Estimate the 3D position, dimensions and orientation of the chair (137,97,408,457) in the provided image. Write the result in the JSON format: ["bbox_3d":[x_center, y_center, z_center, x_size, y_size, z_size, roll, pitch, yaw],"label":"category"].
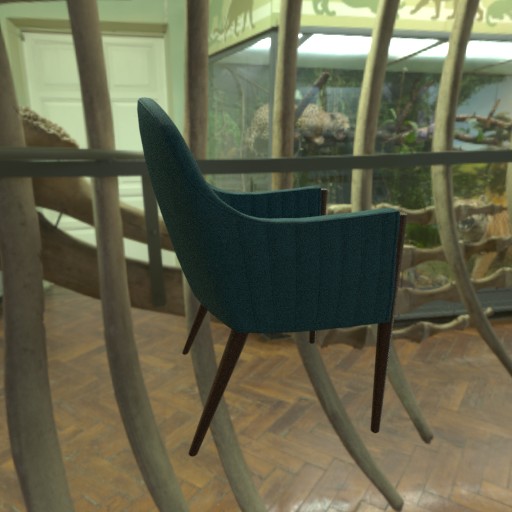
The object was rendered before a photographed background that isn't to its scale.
[{"bbox_3d":[0.000,0.000,1.362,0.652,0.907,0.656,-3,15,-10],"label":"chair"}]
